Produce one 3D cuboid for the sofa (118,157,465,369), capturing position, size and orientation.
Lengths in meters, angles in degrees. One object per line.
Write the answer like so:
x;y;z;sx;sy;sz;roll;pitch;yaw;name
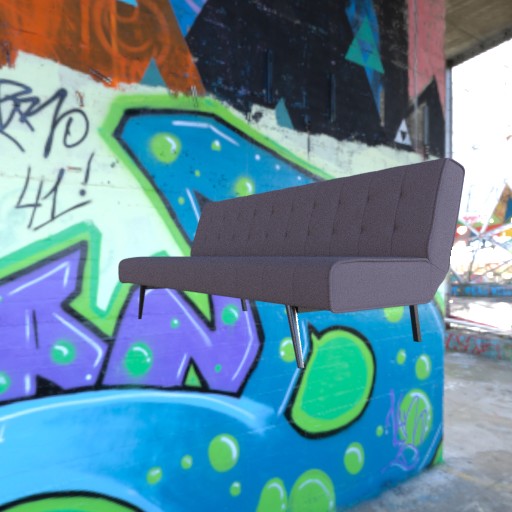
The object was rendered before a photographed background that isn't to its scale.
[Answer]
0.000;0.000;2.110;0.747;0.699;1.703;0;0;-36;sofa
